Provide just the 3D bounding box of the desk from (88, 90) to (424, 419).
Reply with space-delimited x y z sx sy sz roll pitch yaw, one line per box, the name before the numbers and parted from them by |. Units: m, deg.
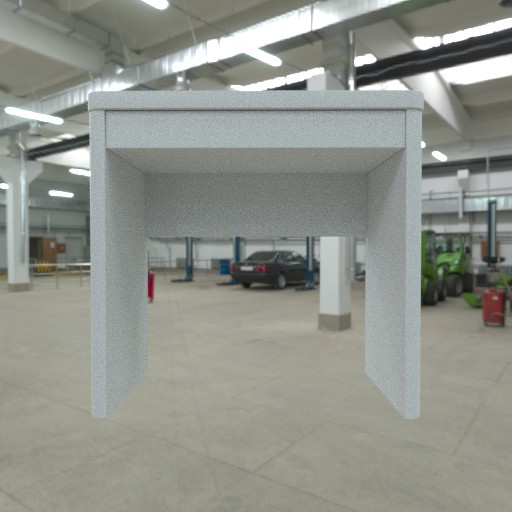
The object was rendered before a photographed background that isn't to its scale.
desk | 0.000 0.000 1.236 0.790 0.760 0.446 0 1 0
